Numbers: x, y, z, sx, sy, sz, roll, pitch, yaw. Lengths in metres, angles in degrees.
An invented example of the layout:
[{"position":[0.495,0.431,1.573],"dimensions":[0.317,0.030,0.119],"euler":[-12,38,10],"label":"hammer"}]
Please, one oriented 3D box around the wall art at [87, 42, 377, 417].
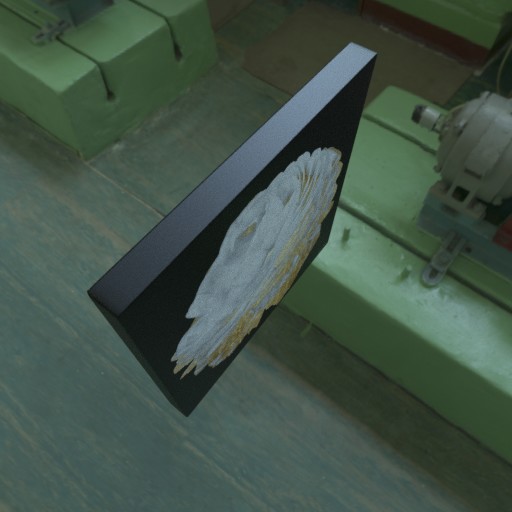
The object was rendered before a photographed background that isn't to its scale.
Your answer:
[{"position":[0.000,0.000,0.603],"dimensions":[0.041,0.407,0.406],"euler":[33,65,18],"label":"wall art"}]
